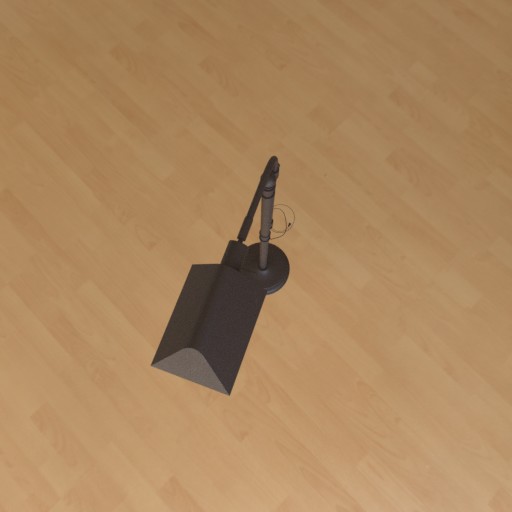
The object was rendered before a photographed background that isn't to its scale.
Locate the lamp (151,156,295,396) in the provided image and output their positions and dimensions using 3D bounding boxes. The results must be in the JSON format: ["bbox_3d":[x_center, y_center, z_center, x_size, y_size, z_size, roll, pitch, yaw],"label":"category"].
[{"bbox_3d":[0.000,0.000,0.957,0.159,0.708,0.545,19,76,5],"label":"lamp"}]
